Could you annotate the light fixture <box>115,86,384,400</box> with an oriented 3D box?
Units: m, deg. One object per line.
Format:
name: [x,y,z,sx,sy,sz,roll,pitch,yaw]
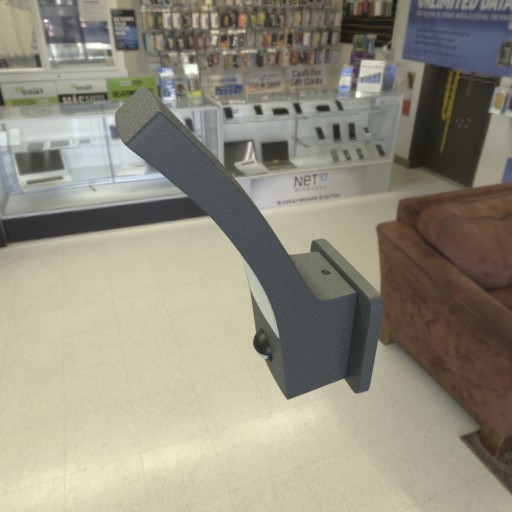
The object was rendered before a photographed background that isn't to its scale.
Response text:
light fixture: [0.000,0.000,0.337,0.174,0.243,0.108,-9,31,-16]
